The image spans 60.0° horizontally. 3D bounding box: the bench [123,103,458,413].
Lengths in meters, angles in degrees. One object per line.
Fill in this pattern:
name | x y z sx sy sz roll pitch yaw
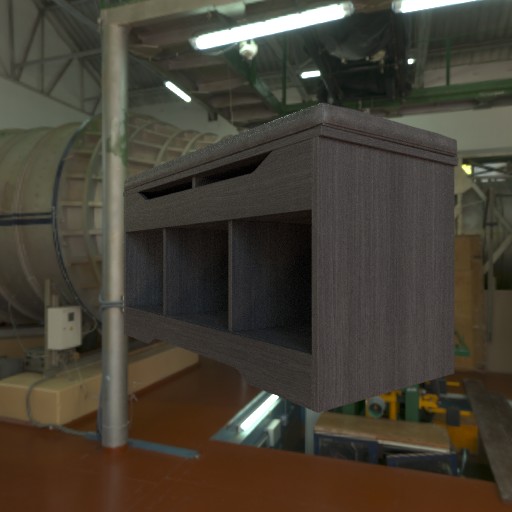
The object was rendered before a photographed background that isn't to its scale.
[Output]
bench | 0.000 0.000 1.182 0.401 0.501 0.905 0 0 -36
